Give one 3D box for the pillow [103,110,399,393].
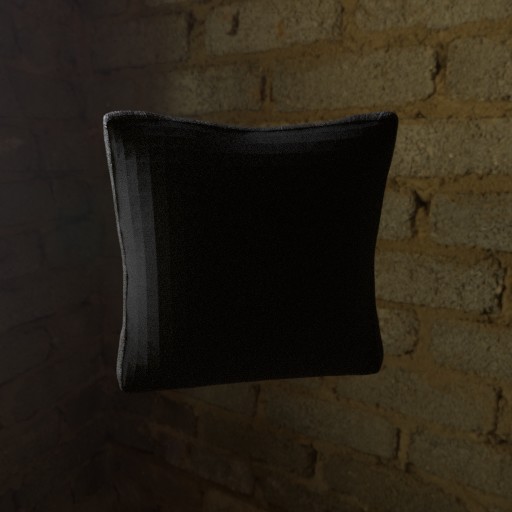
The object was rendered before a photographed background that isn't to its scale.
[{"bbox_3d":[0.000,0.000,0.830,0.533,0.523,0.210,-2,14,-9],"label":"pillow"}]
